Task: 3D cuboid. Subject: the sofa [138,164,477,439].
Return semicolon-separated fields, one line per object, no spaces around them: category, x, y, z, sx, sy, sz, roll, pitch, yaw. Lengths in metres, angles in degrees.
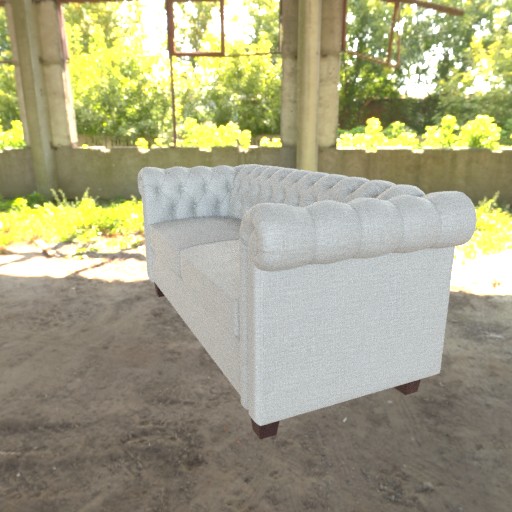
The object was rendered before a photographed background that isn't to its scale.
sofa;0.000;0.000;2.154;0.783;0.797;1.798;-7;17;-24
